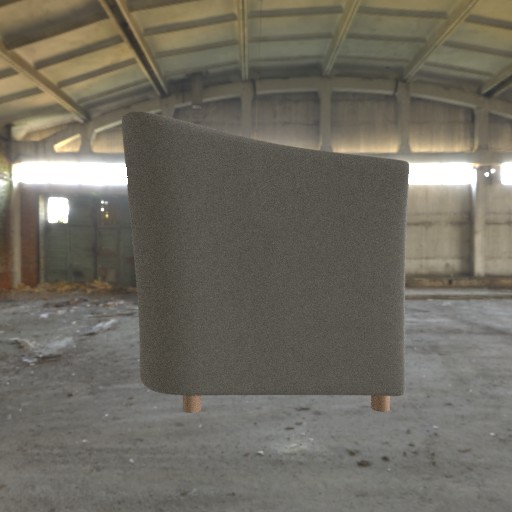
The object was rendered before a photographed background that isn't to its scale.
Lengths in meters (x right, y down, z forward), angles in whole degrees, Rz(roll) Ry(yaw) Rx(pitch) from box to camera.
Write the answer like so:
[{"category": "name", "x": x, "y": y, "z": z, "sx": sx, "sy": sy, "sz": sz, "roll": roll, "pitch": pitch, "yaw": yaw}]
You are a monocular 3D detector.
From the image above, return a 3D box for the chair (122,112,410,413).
[{"category": "chair", "x": 0.000, "y": 0.000, "z": 1.378, "sx": 0.700, "sy": 0.720, "sz": 0.790, "roll": 0, "pitch": 0, "yaw": -1}]
